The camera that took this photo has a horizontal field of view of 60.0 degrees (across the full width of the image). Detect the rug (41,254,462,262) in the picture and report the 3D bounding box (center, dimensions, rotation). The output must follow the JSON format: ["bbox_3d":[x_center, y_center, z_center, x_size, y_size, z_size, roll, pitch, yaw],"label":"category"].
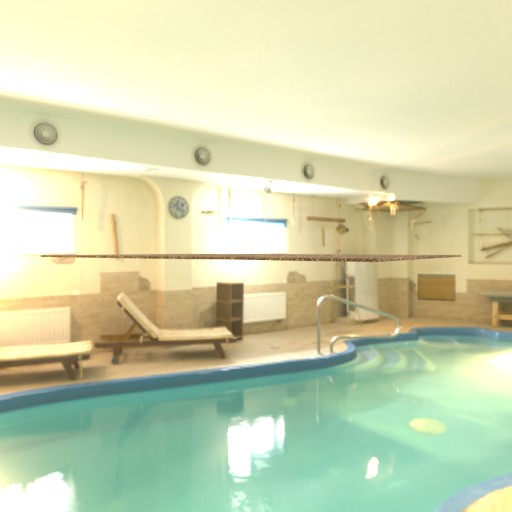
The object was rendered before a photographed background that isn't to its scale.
[{"bbox_3d":[0.000,0.000,4.210,3.204,0.017,2.448,0,1,34],"label":"rug"}]
